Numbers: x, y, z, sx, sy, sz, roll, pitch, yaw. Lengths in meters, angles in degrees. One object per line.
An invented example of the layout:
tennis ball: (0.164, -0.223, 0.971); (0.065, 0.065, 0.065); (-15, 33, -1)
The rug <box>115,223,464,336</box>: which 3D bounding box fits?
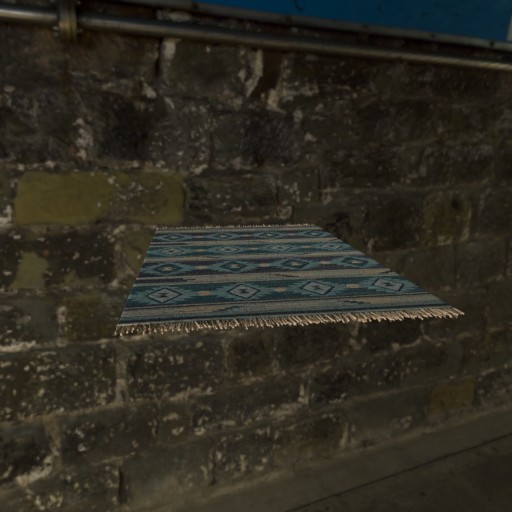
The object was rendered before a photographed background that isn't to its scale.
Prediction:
rug: (0.000, 0.000, 2.377); (1.181, 0.028, 1.936); (-2, 14, -8)
